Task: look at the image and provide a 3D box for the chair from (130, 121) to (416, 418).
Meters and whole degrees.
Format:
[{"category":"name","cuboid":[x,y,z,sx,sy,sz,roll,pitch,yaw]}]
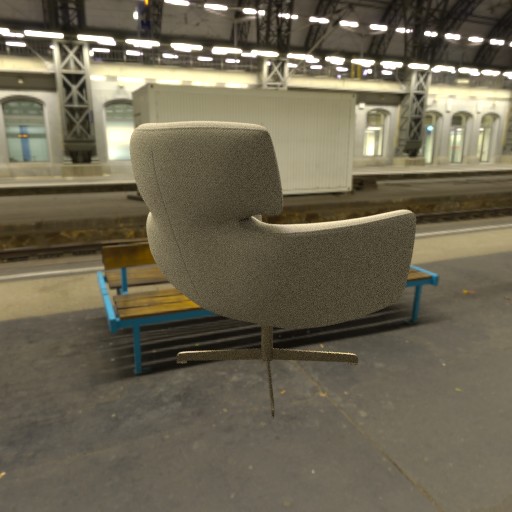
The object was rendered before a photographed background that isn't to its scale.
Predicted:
[{"category":"chair","cuboid":[0.000,0.000,1.430,0.760,0.810,0.730,14,20,43]}]
